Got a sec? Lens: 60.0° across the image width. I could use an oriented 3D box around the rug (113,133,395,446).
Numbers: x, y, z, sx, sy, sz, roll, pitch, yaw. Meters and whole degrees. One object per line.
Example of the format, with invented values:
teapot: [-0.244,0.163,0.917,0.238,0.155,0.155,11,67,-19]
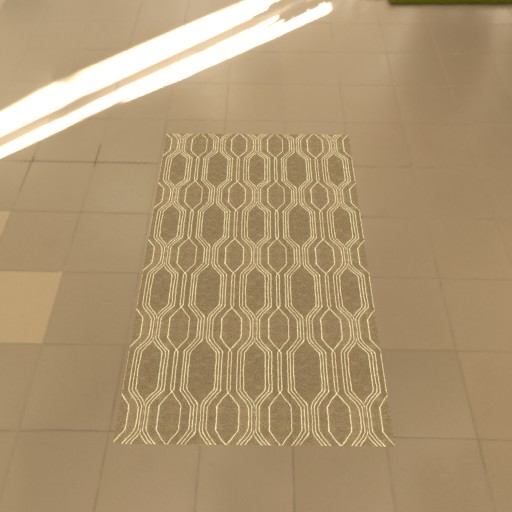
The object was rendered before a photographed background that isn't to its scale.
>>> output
rug: [0.000,0.000,3.087,1.541,0.012,2.457,0,57,0]
